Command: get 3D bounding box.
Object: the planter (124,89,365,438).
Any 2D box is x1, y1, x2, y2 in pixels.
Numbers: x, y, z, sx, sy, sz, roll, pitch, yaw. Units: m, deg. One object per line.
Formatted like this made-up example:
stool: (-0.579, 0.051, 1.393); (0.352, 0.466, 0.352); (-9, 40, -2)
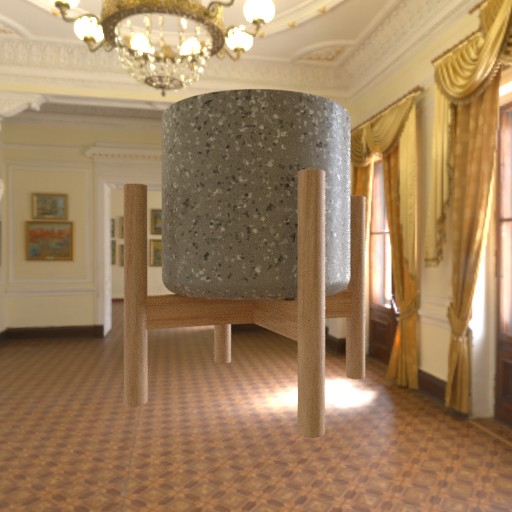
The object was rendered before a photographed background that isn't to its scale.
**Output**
planter: (0.000, 0.000, 0.534); (0.284, 0.320, 0.284); (0, 0, 2)
